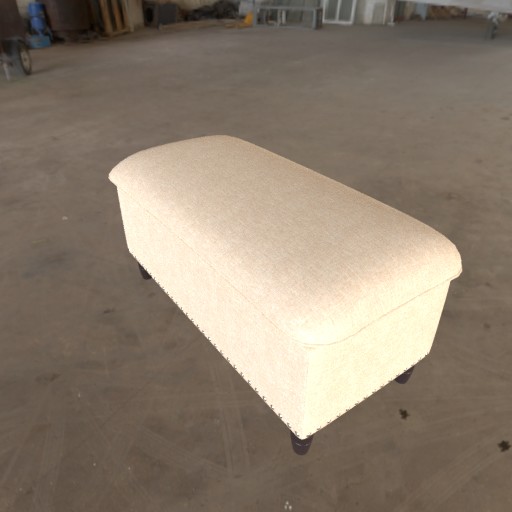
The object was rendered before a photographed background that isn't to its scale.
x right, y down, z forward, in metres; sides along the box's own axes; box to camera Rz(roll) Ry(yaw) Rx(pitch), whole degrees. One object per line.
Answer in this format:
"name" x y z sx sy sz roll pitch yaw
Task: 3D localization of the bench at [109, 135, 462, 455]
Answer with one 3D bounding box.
"bench" 0.000 0.000 1.268 0.483 0.483 0.991 -21 38 -30
